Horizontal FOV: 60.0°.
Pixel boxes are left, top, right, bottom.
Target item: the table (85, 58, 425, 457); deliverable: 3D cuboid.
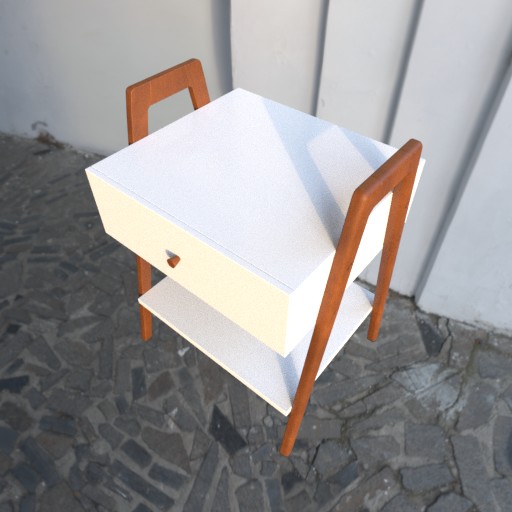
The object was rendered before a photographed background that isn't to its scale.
[{"bbox_3d":[0.000,0.000,0.883,0.457,0.610,0.405,31,53,26],"label":"table"}]
